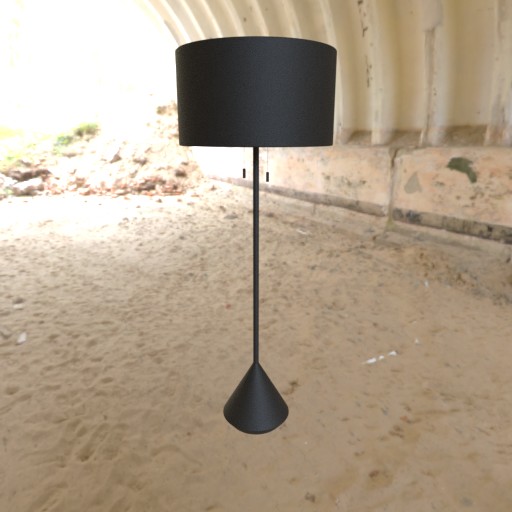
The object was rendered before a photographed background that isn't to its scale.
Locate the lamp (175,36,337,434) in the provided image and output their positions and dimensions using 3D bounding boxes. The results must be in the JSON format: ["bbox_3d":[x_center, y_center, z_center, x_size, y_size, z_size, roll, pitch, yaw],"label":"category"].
[{"bbox_3d":[0.000,0.000,1.809,0.580,1.526,0.580,8,17,27],"label":"lamp"}]
